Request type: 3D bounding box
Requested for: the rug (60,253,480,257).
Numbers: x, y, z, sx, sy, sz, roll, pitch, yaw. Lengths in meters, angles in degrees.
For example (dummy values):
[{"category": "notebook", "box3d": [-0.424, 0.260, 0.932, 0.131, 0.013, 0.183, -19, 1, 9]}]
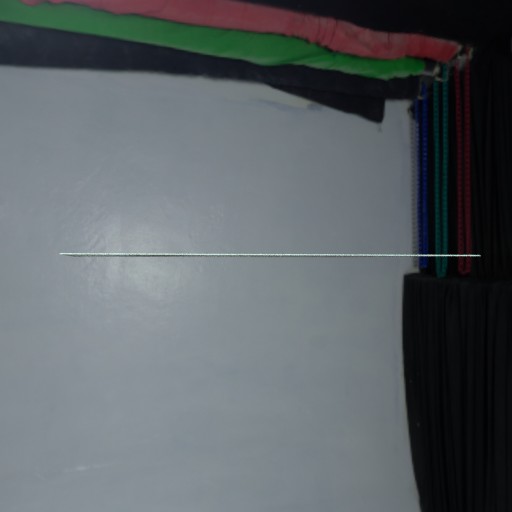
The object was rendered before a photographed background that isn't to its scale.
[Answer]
[{"category": "rug", "box3d": [0.000, 0.000, 2.999, 2.363, 0.004, 1.566, 0, -1, -19]}]
